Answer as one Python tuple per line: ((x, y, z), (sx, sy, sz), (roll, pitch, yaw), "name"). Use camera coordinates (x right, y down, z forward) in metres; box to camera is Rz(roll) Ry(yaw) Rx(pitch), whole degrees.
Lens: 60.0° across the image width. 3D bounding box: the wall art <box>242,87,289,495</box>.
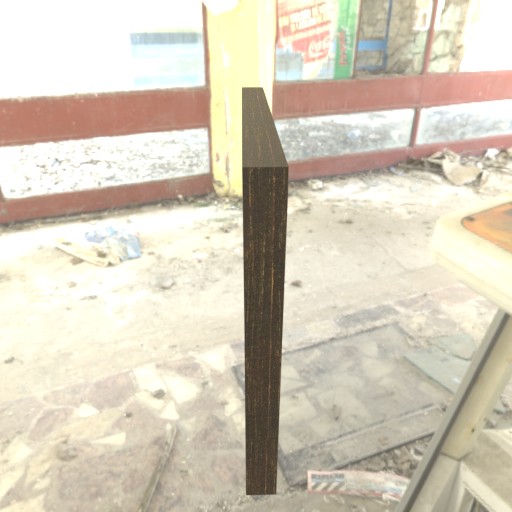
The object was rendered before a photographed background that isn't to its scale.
((0.000, 0.000, 0.527), (0.031, 0.330, 0.381), (-1, 28, -2), "wall art")
